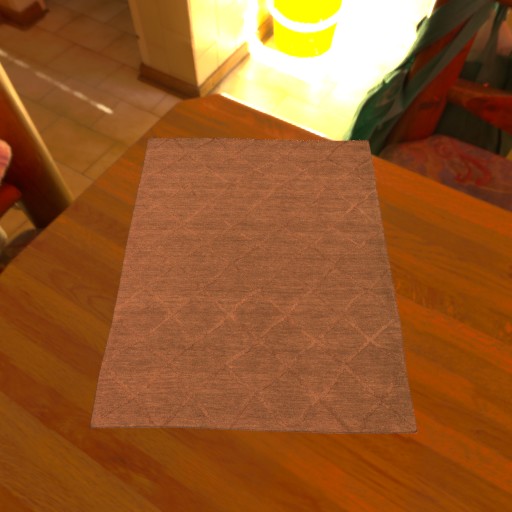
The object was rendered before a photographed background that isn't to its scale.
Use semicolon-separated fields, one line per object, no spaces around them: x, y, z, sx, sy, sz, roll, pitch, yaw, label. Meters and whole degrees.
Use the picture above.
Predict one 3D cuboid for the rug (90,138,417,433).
0.000;0.000;4.064;2.438;0.013;3.048;1;58;0;rug
